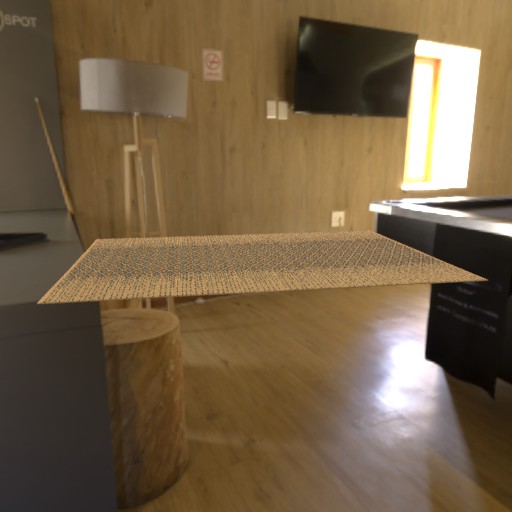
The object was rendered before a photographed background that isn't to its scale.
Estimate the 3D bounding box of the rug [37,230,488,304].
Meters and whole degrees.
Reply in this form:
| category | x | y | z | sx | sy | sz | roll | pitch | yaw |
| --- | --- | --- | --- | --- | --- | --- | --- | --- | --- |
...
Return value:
| category | x | y | z | sx | sy | sz | roll | pitch | yaw |
| --- | --- | --- | --- | --- | --- | --- | --- | --- | --- |
| rug | 0.000 | 0.000 | 2.351 | 1.828 | 0.005 | 1.219 | -2 | 14 | -9 |
